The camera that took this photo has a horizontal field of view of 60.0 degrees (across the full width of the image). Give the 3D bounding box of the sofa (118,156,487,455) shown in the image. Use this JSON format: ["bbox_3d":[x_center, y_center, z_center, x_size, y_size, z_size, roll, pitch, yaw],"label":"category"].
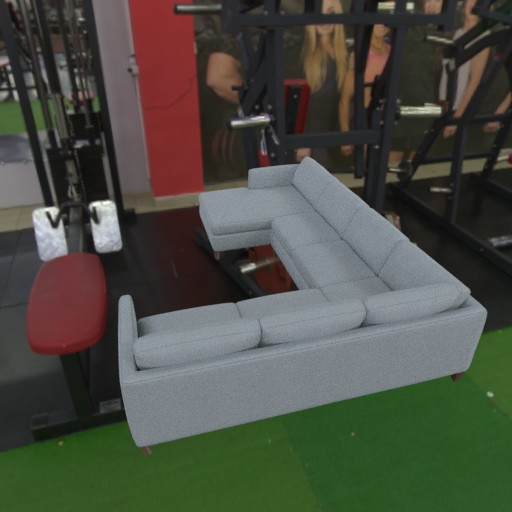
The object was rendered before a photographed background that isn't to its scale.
[{"bbox_3d":[0.000,0.000,4.275,2.551,0.853,3.238,-8,32,-13],"label":"sofa"}]
